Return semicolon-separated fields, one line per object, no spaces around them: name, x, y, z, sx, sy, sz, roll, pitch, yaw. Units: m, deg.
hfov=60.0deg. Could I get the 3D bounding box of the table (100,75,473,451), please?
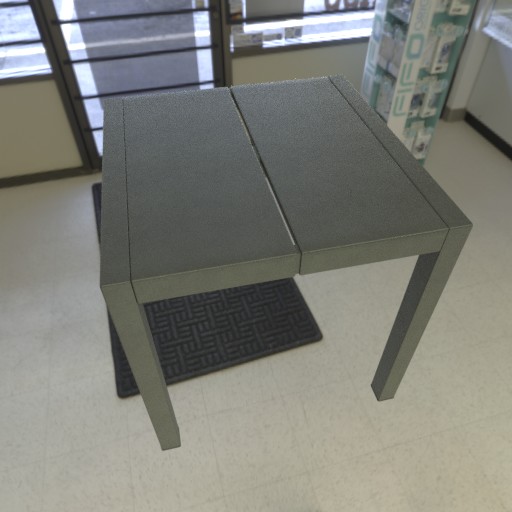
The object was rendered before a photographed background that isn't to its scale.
table;0.000;0.000;0.930;0.508;0.508;0.508;-9;46;-9
